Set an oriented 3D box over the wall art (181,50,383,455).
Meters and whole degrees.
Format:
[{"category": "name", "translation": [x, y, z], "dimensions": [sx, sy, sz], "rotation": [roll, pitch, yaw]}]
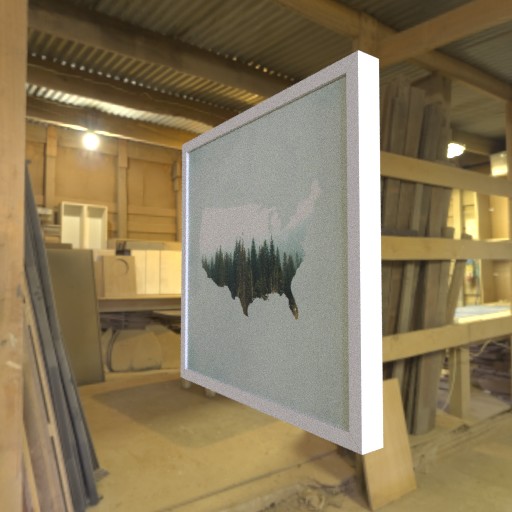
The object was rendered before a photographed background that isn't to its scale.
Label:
[{"category": "wall art", "translation": [0.000, 0.000, 0.776], "dimensions": [0.040, 0.509, 0.509], "rotation": [2, -3, -35]}]
